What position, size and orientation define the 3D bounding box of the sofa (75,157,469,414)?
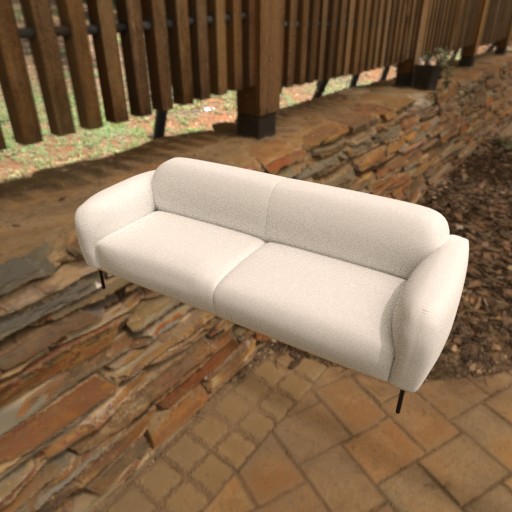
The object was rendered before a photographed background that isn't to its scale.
[{"bbox_3d":[0.000,0.000,2.638,2.257,0.780,0.880,17,34,27],"label":"sofa"}]
